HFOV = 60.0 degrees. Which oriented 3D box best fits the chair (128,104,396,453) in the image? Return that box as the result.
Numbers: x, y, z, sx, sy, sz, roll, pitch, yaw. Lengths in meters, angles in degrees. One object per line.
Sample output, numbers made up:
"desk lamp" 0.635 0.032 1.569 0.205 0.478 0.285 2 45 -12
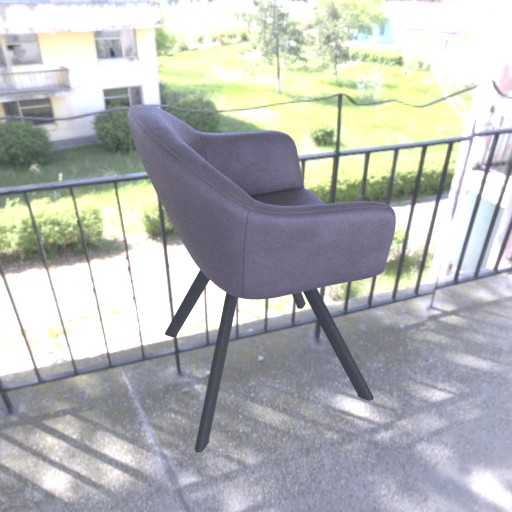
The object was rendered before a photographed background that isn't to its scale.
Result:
"chair" 0.000 0.000 1.162 0.544 0.781 0.567 -10 33 -16
